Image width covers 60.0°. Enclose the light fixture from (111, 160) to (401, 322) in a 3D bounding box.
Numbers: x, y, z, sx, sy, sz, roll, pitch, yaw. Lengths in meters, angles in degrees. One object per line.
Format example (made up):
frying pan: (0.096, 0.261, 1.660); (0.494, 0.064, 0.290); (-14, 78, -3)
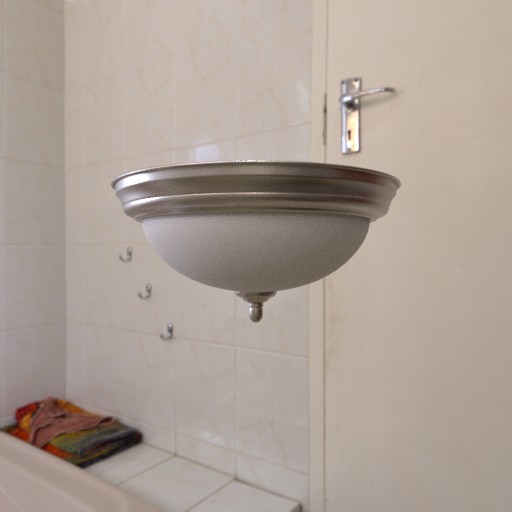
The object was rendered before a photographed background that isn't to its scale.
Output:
light fixture: (0.000, 0.000, 0.449); (0.280, 0.135, 0.280); (0, 0, 0)
